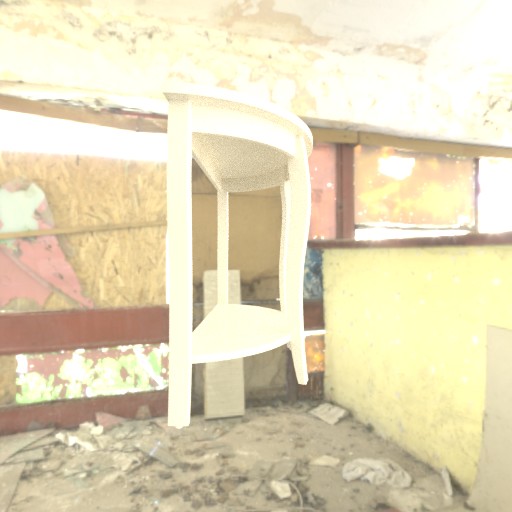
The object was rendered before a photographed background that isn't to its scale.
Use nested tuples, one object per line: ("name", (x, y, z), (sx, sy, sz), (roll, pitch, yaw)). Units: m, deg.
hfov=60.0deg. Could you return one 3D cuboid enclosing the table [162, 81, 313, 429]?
("table", (0.000, 0.000, 1.586), (0.394, 0.780, 1.219), (0, 0, 1))
